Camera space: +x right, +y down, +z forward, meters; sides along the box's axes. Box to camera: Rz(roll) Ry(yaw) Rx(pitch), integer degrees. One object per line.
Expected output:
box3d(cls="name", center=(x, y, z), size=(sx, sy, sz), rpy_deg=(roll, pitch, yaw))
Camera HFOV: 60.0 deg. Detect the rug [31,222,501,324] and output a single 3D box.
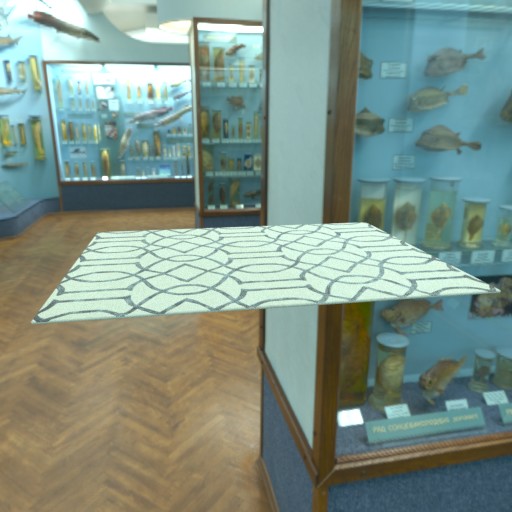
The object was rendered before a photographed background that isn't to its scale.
box3d(cls="rug", center=(0.000, 0.000, 3.727), size=(2.910, 0.021, 2.211), rpy_deg=(-3, 16, -9))
